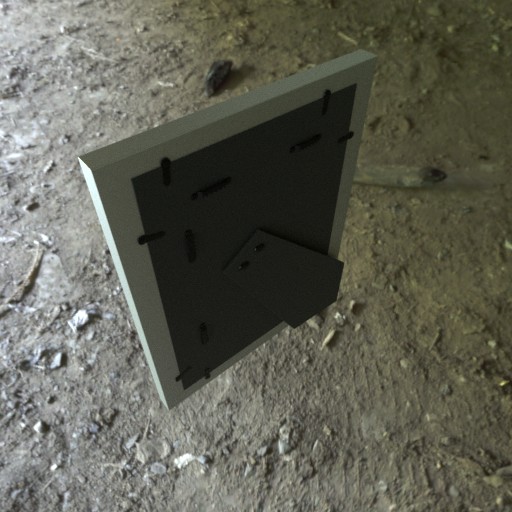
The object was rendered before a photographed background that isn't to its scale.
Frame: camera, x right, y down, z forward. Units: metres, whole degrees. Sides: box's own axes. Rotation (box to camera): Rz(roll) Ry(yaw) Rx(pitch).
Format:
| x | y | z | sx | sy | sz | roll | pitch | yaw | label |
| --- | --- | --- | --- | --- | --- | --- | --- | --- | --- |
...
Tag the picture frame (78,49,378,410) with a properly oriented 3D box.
| x | y | z | sx | sy | sz | roll | pitch | yaw | label |
| --- | --- | --- | --- | --- | --- | --- | --- | --- | --- |
| 0.000 | 0.000 | 0.520 | 0.307 | 0.386 | 0.036 | -31 | 54 | -26 | picture frame |
